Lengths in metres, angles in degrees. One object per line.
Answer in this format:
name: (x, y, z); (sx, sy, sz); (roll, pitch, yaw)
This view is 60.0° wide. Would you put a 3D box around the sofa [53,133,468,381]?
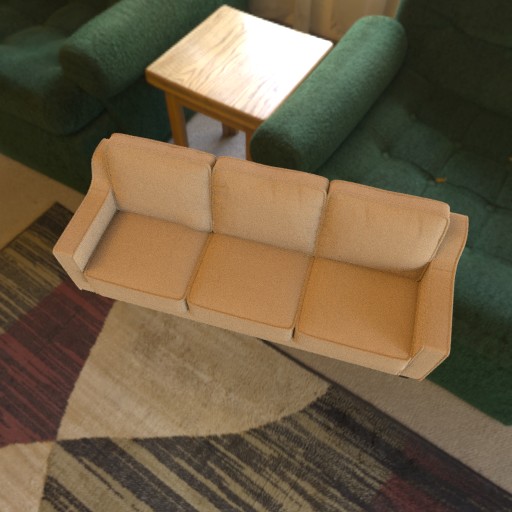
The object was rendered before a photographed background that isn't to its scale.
sofa: (0.000, 0.000, 2.554); (2.131, 0.902, 0.791); (14, 59, 8)
